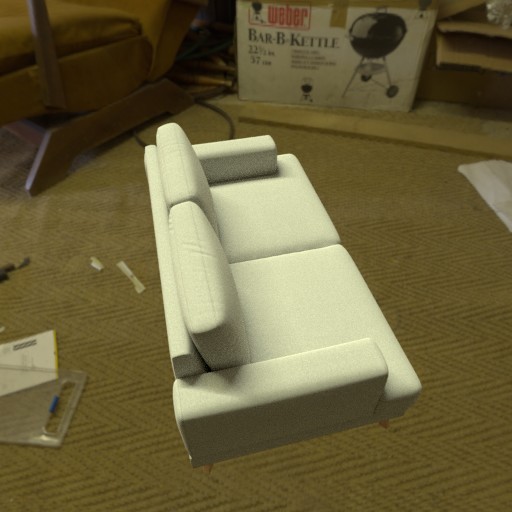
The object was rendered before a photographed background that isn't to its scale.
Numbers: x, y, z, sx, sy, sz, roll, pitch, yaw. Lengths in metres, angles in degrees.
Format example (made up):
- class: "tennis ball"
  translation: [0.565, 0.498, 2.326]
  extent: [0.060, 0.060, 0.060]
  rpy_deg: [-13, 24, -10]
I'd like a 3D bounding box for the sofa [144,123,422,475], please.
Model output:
- class: "sofa"
  translation: [0.000, 0.000, 2.116]
  extent: [0.915, 0.810, 1.651]
  rpy_deg: [-10, 46, -10]
